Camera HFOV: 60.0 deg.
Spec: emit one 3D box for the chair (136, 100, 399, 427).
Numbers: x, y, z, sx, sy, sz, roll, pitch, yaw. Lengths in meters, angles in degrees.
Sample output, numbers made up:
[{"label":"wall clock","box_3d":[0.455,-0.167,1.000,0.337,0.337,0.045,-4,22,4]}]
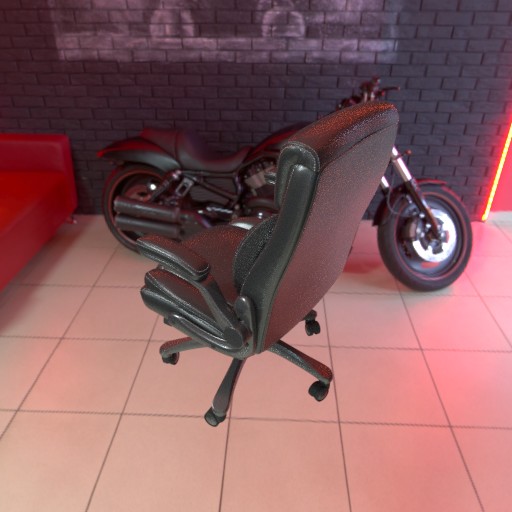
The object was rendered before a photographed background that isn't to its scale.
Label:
[{"label":"chair","box_3d":[0.000,0.000,1.613,0.724,1.110,0.782,20,37,29]}]
